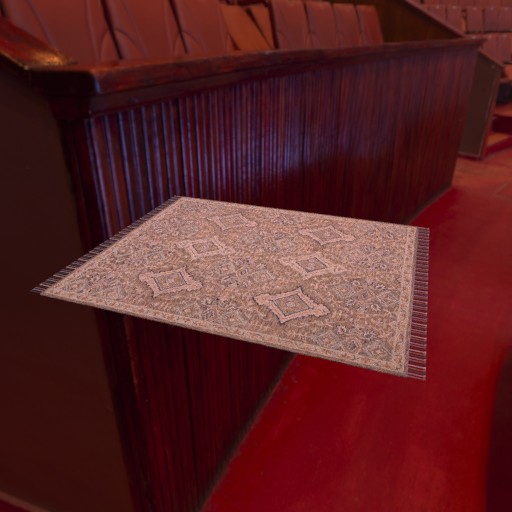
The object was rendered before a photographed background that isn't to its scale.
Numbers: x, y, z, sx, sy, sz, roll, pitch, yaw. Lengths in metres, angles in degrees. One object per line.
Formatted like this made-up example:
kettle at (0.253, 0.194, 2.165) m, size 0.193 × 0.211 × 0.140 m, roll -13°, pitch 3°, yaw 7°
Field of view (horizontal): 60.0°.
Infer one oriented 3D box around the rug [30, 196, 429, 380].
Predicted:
rug at (0.000, 0.000, 4.169) m, size 3.056 × 0.010 × 2.437 m, roll 9°, pitch 29°, yaw 17°
